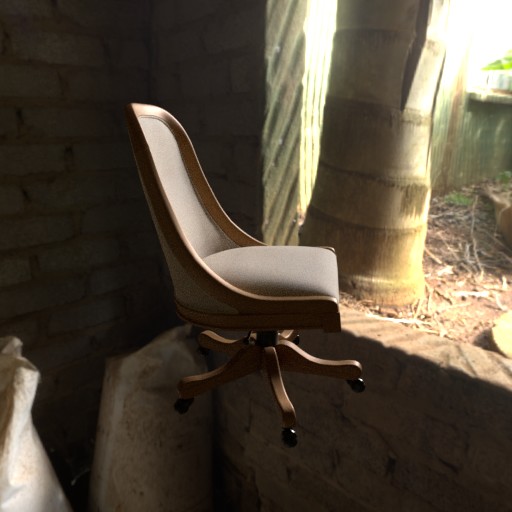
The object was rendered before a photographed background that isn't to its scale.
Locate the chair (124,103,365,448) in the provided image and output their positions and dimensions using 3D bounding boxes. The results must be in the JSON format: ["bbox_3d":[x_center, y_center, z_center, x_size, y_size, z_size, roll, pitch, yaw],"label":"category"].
[{"bbox_3d":[0.000,0.000,1.546,0.811,1.009,0.702,3,17,8],"label":"chair"}]
